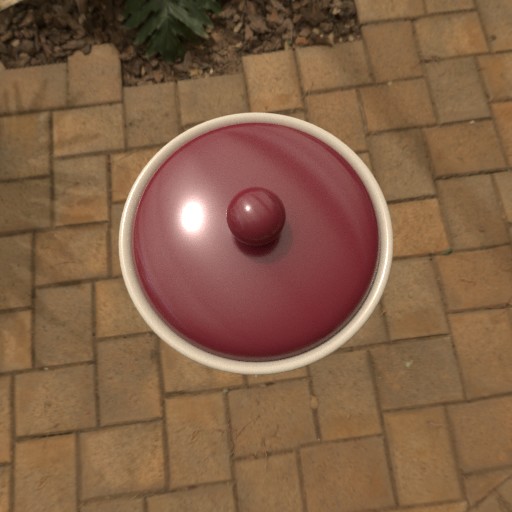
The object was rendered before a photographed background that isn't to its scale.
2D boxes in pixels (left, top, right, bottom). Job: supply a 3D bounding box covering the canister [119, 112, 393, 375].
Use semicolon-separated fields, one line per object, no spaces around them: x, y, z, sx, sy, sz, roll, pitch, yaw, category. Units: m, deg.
0.000;0.000;0.350;0.182;0.208;0.182;0;75;0;canister
